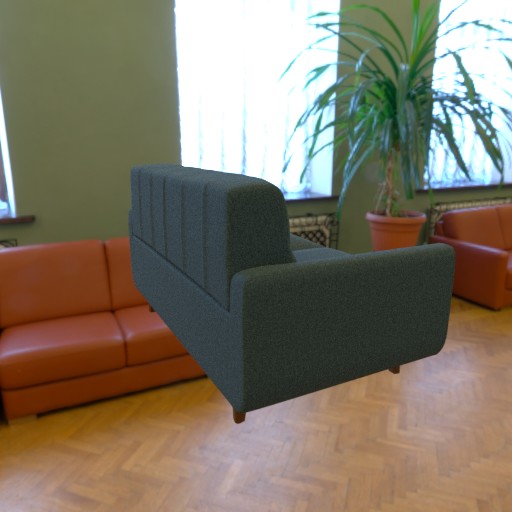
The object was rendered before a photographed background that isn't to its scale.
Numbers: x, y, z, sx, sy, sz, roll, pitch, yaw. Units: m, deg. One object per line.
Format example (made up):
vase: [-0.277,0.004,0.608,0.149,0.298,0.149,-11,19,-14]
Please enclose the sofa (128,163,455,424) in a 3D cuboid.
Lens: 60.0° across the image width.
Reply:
sofa: [0.000,0.000,2.262,0.942,0.896,1.651,-7,16,-27]
